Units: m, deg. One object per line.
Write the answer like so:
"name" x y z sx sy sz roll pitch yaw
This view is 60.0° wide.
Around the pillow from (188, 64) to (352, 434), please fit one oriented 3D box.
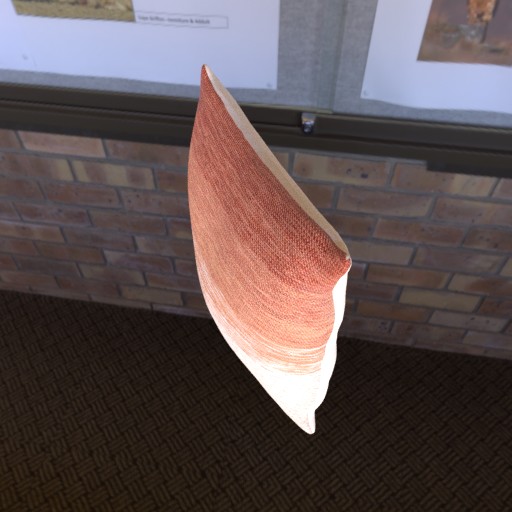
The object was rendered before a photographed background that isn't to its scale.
"pillow" 0.000 0.000 0.699 0.182 0.441 0.440 -17 50 -15
